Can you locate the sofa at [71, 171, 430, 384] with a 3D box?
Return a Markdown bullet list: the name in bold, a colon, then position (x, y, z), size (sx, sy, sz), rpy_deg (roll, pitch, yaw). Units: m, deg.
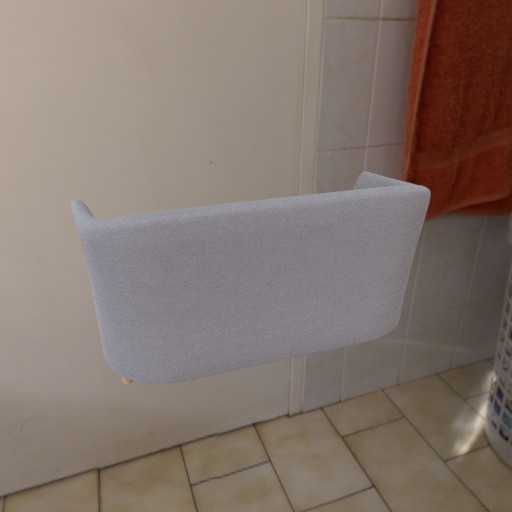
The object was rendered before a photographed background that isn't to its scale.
- **sofa**: position (0.000, 0.000, 1.911), size (1.452, 0.721, 0.705), rpy_deg (-8, 27, -16)
